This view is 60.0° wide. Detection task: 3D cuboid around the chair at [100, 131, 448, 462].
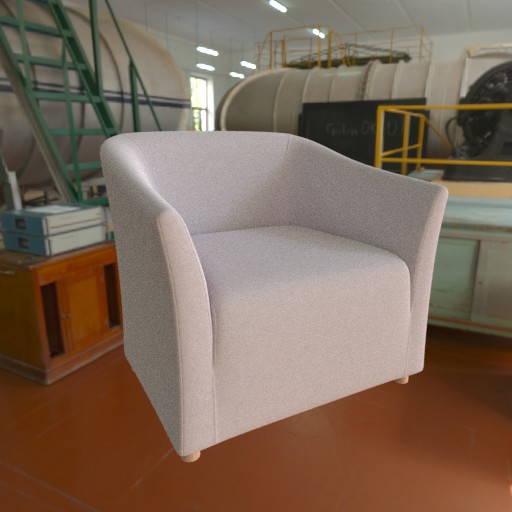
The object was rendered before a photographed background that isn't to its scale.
[{"bbox_3d":[0.000,0.000,1.320,0.790,0.720,0.700,-8,17,-28],"label":"chair"}]
